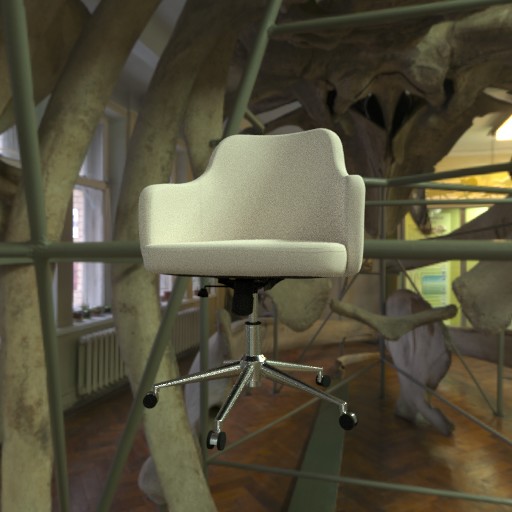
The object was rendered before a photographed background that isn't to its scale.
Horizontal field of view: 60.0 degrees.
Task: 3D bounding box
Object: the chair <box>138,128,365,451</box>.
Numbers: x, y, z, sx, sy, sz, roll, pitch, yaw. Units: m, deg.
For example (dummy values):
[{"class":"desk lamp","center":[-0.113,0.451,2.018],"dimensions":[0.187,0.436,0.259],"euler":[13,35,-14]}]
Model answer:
[{"class":"chair","center":[0.000,0.000,1.236],"dimensions":[0.602,0.819,0.647],"euler":[0,1,17]}]
